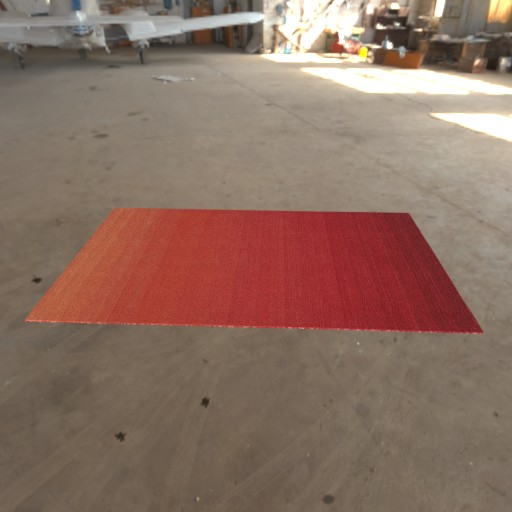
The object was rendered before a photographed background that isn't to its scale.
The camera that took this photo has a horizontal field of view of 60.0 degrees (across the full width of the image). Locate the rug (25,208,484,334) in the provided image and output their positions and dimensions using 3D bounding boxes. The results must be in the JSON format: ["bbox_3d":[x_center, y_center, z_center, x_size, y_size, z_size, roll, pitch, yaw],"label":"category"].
[{"bbox_3d":[0.000,0.000,3.010,2.442,0.010,1.531,1,30,2],"label":"rug"}]
